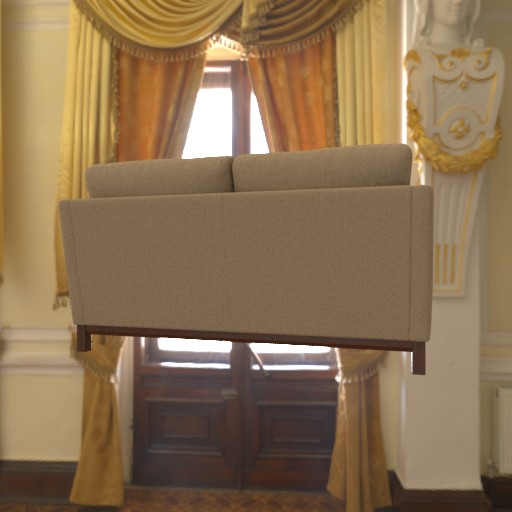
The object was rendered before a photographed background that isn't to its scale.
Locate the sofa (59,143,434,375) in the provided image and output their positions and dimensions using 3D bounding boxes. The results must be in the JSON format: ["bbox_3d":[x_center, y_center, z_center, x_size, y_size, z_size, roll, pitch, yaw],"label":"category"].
[{"bbox_3d":[0.000,0.000,2.265,1.619,0.910,1.004,0,0,16],"label":"sofa"}]
